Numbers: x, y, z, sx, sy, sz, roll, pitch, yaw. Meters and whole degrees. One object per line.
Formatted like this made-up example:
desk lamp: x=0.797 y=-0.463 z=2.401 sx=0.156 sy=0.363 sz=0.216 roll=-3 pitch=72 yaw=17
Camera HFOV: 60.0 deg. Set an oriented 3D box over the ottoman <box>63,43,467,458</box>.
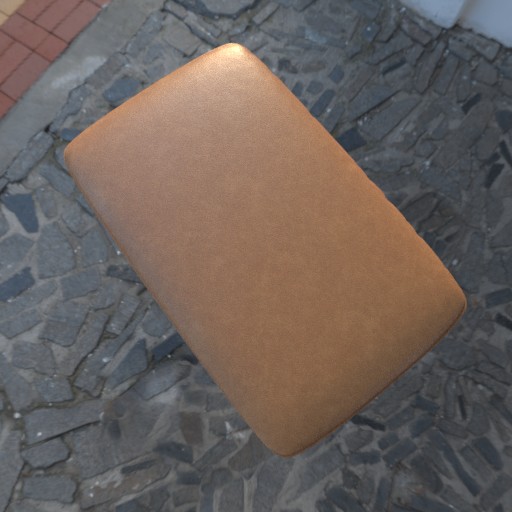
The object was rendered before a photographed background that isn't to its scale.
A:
ottoman: x=0.000 y=0.000 z=0.944 sx=0.420 sy=0.480 sz=0.670 roll=-36 pitch=78 yaw=-9
